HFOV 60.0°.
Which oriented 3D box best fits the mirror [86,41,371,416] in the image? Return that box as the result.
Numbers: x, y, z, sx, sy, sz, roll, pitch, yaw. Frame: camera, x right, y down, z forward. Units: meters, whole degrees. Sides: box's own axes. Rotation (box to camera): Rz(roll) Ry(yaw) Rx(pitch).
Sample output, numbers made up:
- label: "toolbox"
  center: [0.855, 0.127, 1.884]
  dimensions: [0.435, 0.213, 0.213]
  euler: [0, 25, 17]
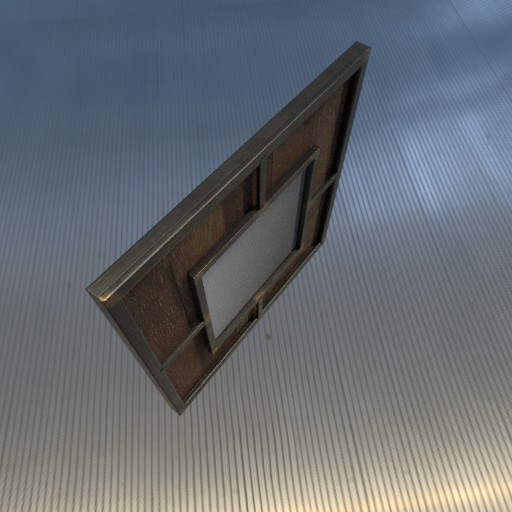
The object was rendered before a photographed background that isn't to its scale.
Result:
- label: "mirror"
  center: [0.000, 0.000, 0.561]
  dimensions: [0.020, 0.381, 0.382]
  euler: [33, 64, 19]
